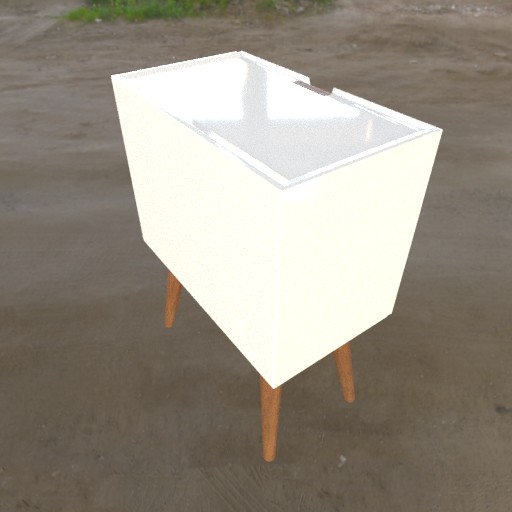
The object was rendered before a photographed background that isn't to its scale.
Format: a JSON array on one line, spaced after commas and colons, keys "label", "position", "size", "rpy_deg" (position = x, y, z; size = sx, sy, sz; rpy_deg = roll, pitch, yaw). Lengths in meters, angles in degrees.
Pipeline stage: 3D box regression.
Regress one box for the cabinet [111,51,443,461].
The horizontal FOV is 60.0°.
[{"label": "cabinet", "position": [0.000, 0.000, 1.087], "size": [0.344, 0.772, 0.591], "rpy_deg": [-25, 45, -27]}]
